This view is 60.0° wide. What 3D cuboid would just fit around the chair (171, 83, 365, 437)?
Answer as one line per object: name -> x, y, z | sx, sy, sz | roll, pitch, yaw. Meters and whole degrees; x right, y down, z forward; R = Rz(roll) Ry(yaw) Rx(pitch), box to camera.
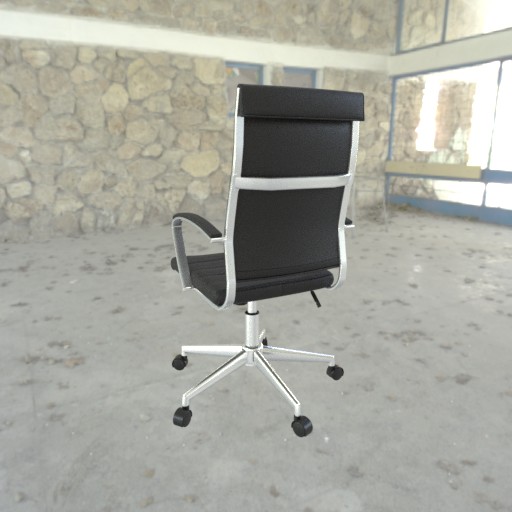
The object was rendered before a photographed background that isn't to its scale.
chair -> 0.000, 0.000, 1.706 | 0.766, 1.149, 0.739 | -7, 15, -27
